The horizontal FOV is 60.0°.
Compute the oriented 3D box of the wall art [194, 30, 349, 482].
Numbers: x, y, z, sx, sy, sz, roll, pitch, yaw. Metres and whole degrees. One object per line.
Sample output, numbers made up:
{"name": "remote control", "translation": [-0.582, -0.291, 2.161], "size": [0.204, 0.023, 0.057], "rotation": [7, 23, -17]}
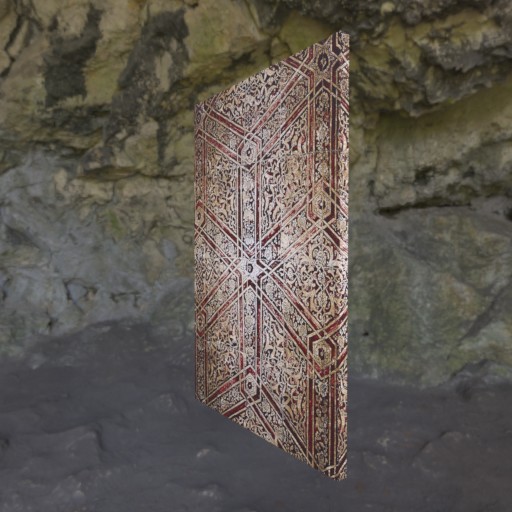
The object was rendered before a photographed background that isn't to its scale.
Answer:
{"name": "wall art", "translation": [0.000, 0.000, 0.753], "size": [0.020, 0.599, 0.397], "rotation": [-1, 2, -36]}
